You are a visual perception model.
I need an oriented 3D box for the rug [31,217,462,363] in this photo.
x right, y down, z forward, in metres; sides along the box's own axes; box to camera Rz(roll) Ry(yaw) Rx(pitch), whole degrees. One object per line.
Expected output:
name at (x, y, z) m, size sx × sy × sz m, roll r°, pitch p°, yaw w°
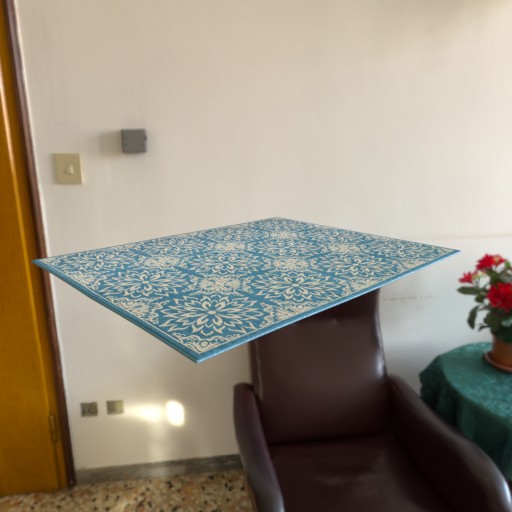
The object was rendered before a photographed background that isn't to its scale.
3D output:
rug at (0.000, 0.000, 3.858) m, size 2.964 × 0.018 × 2.350 m, roll -14°, pitch 21°, yaw -41°
